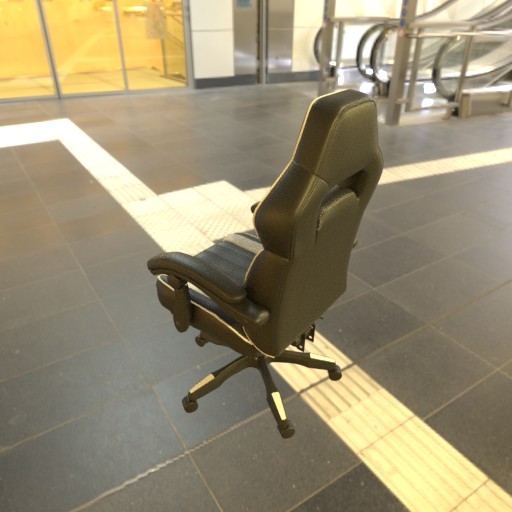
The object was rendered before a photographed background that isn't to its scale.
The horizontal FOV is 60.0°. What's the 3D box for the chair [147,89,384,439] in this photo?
[{"bbox_3d":[0.000,0.000,1.626,0.700,1.200,0.676,21,36,32],"label":"chair"}]
